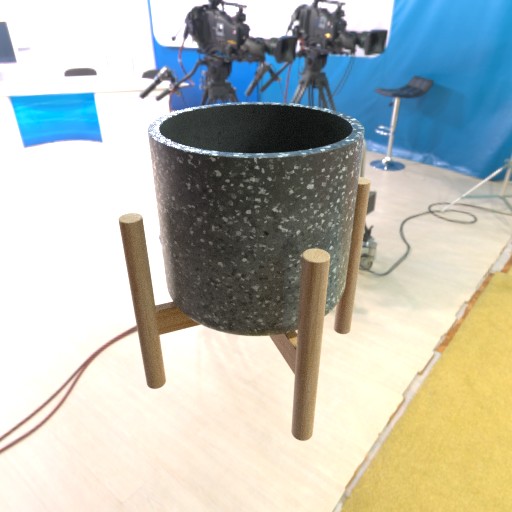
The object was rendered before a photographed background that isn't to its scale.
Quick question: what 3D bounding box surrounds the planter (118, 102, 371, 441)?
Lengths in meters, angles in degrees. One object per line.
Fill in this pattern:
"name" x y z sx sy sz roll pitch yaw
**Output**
"planter" 0.000 0.000 0.545 0.284 0.320 0.284 0 30 0
